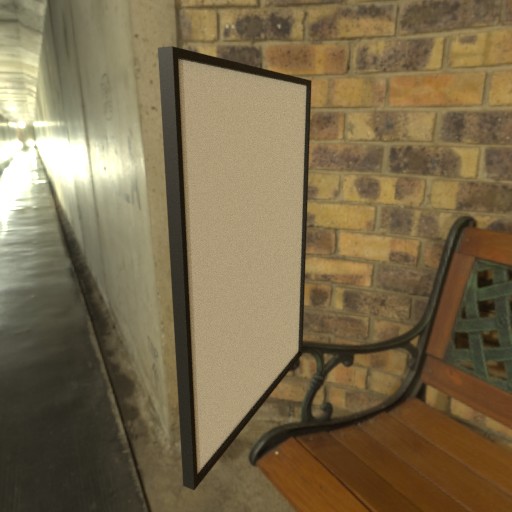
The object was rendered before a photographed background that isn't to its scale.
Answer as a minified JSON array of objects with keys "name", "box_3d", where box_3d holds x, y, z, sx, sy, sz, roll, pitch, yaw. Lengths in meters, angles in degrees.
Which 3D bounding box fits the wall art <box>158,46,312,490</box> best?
[{"name":"wall art","box_3d":[0.000,0.000,1.366,0.036,1.070,0.802,8,18,25]}]
